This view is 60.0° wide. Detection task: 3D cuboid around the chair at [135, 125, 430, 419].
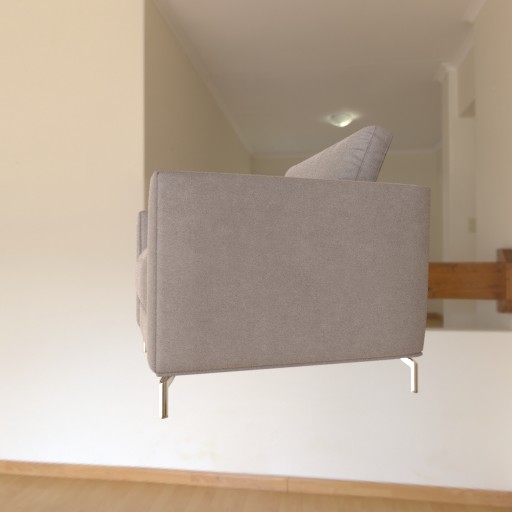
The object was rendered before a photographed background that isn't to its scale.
[{"bbox_3d":[0.000,0.000,1.704,0.889,0.864,1.041,0,-1,-17],"label":"chair"}]
